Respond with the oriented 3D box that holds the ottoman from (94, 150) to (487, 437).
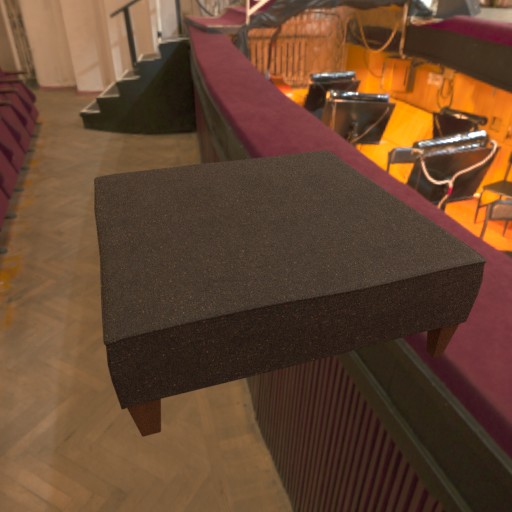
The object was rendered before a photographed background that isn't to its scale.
[{"bbox_3d":[0.000,0.000,1.528,1.004,0.382,0.968,-10,33,-15],"label":"ottoman"}]
